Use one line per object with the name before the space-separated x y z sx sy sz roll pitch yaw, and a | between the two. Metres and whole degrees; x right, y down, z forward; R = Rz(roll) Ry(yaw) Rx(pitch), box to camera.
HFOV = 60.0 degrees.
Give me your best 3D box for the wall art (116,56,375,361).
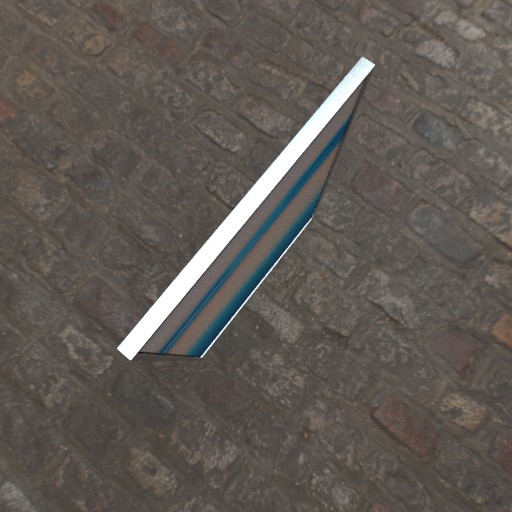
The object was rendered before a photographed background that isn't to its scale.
wall art | 0.000 0.000 1.414 0.037 1.062 0.801 37 79 8
